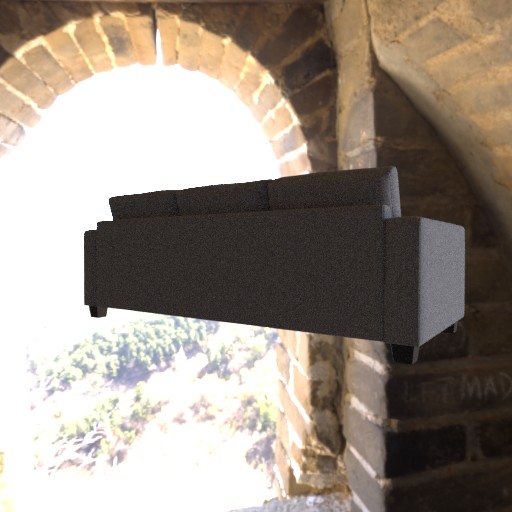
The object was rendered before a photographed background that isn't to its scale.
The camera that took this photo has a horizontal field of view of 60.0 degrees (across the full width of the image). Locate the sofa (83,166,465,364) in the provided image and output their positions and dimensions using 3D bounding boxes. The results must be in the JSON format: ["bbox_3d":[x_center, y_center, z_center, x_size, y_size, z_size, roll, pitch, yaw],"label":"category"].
[{"bbox_3d":[0.000,0.000,2.610,2.120,0.800,0.900,1,1,35],"label":"sofa"}]
